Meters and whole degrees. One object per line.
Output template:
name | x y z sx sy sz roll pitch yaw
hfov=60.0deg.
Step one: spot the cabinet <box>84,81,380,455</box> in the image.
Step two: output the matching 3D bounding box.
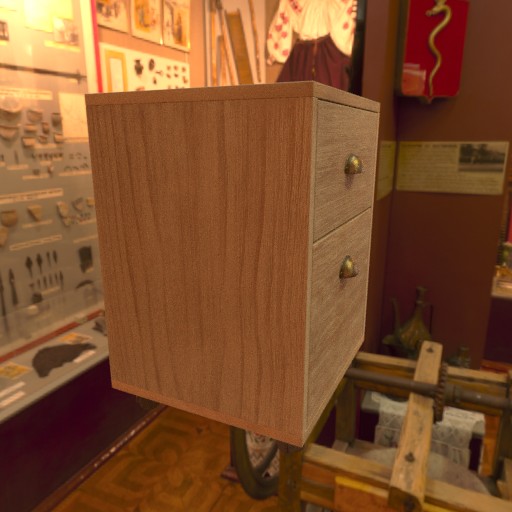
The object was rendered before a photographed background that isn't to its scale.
cabinet | 0.000 0.000 0.863 0.401 0.579 0.409 7 17 25
